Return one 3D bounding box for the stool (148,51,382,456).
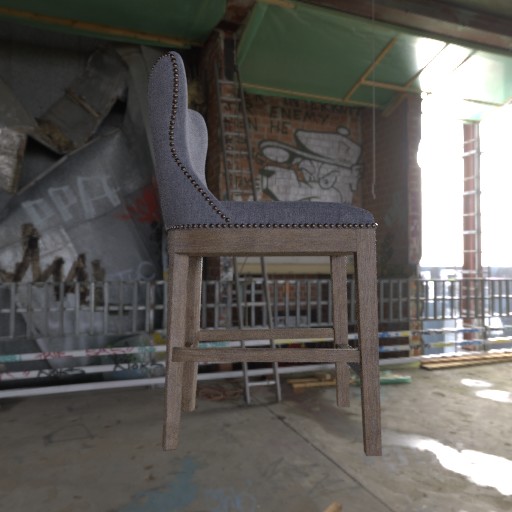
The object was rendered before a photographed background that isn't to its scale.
[{"bbox_3d":[0.000,0.000,1.281,0.608,0.981,0.498,0,-1,0],"label":"stool"}]
